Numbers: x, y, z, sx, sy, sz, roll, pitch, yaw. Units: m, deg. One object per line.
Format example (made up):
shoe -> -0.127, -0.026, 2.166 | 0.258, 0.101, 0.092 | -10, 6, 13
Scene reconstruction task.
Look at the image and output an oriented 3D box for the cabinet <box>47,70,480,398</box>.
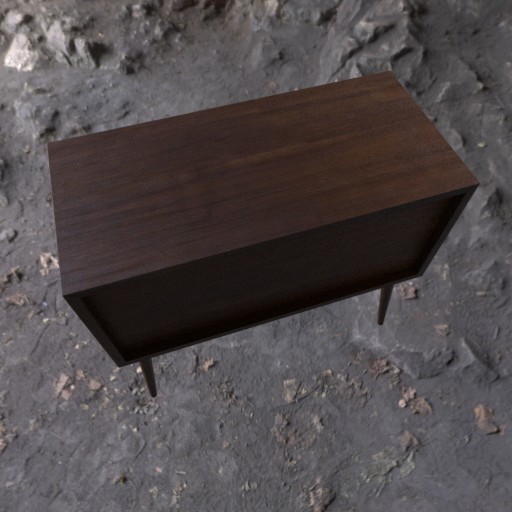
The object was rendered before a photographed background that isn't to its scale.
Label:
cabinet -> 0.000, 0.000, 1.110 | 0.743, 0.654, 0.354 | -15, 58, -10
